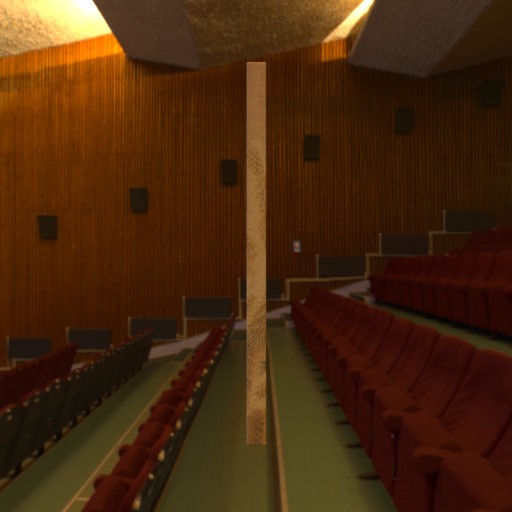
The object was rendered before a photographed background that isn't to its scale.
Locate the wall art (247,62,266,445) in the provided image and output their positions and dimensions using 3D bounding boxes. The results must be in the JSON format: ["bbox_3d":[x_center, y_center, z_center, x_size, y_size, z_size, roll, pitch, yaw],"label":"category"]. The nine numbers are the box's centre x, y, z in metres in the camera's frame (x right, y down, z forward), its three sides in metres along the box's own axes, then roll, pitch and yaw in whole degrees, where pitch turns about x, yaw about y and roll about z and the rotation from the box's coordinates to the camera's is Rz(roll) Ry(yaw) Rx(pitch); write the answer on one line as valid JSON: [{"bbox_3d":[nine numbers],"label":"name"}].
[{"bbox_3d":[0.000,0.000,1.446,0.041,0.758,1.142,0,-1,0],"label":"wall art"}]
